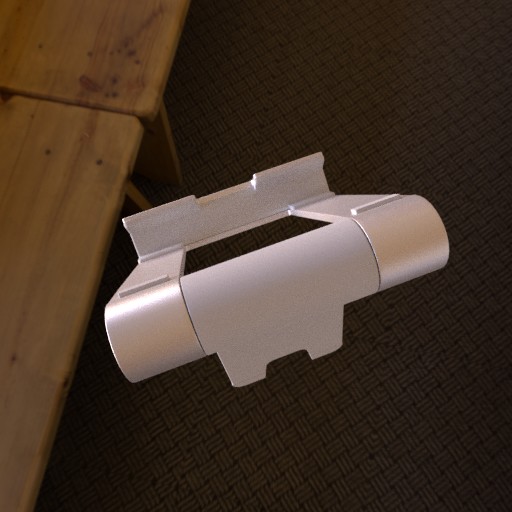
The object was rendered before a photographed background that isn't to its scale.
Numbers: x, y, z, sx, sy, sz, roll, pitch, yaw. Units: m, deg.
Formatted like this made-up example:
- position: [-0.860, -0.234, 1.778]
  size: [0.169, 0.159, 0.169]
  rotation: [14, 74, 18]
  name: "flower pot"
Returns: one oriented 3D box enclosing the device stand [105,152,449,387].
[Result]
- position: [0.000, 0.000, 0.152]
  size: [0.086, 0.084, 0.079]
  rotation: [-20, 76, -5]
  name: "device stand"
